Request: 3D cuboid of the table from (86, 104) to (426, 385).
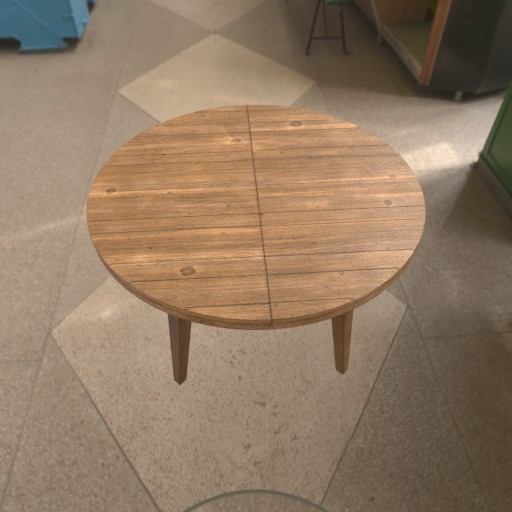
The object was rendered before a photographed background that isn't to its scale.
[{"bbox_3d":[0.000,0.000,1.916,1.213,0.764,1.213,0,46,0],"label":"table"}]
